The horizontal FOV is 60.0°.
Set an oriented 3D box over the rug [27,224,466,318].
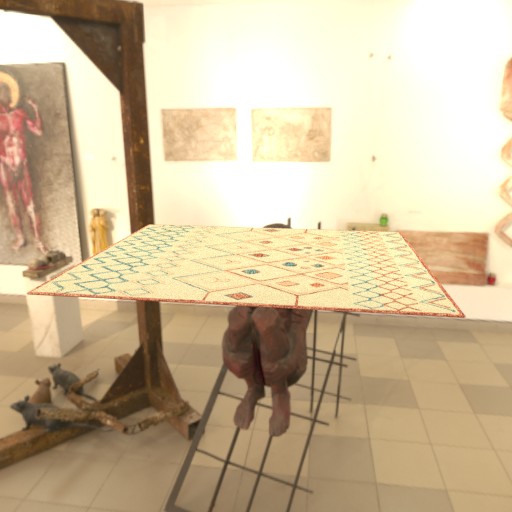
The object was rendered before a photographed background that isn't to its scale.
[{"bbox_3d":[0.000,0.000,4.192,3.050,0.016,2.441,2,16,8],"label":"rug"}]
